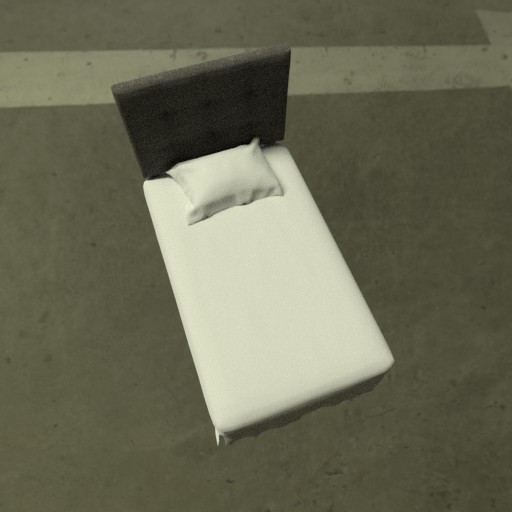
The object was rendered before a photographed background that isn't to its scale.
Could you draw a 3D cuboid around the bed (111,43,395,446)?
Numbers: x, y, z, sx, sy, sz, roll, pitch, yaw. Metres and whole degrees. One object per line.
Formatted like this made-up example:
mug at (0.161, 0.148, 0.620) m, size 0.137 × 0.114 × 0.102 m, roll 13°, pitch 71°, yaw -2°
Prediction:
bed at (0.000, 0.000, 2.969) m, size 1.261 × 1.571 × 1.997 m, roll -18°, pitch 64°, yaw -9°
